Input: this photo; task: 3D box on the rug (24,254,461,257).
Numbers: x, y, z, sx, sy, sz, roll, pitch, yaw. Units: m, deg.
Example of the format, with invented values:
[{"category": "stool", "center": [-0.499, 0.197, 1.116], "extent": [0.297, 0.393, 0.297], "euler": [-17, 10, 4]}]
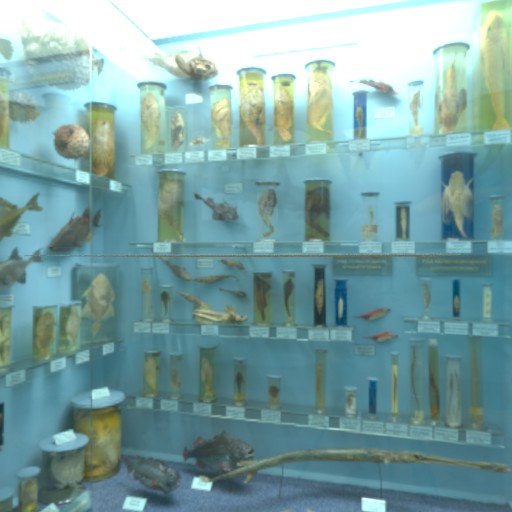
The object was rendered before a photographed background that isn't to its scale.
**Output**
[{"category": "rug", "center": [0.000, 0.000, 3.720], "extent": [2.895, 0.006, 1.982], "euler": [0, 0, 18]}]
